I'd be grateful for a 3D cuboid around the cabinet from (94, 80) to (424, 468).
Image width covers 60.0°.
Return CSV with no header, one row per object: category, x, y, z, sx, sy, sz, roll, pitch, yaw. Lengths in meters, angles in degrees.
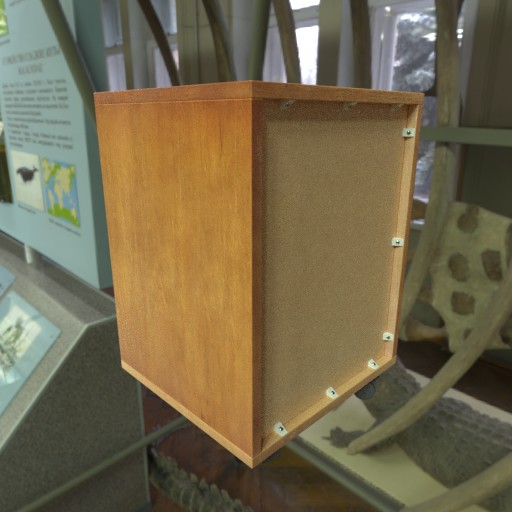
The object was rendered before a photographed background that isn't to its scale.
cabinet,0.000,0.000,0.839,0.409,0.579,0.401,-16,24,-42
